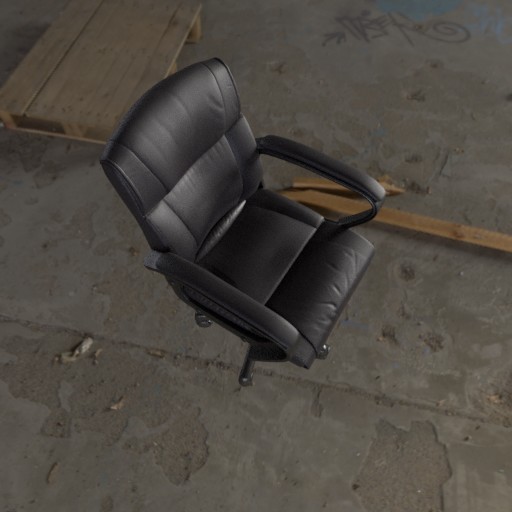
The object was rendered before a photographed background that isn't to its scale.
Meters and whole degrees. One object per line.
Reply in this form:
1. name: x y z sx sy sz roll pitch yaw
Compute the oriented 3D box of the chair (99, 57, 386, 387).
1. chair: 0.000 0.000 1.398 0.641 0.998 0.576 28 62 16
